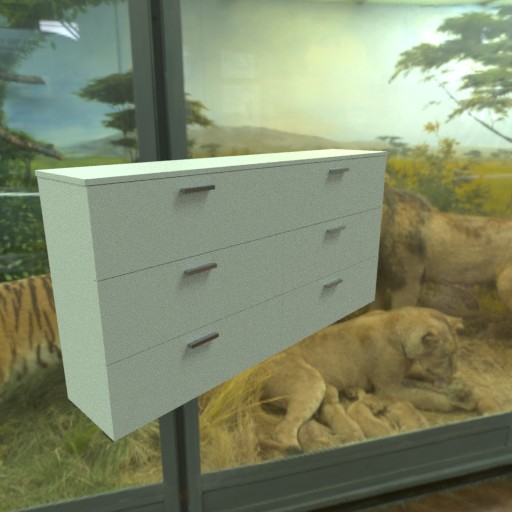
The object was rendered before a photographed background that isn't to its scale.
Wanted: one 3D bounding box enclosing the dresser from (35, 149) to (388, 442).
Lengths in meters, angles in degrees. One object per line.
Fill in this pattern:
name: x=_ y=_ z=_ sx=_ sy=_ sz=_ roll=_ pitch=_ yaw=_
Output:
dresser: x=0.000 y=0.000 z=1.840 sx=0.333 sy=0.790 sz=1.535 roll=15 pitch=23 yaw=42
